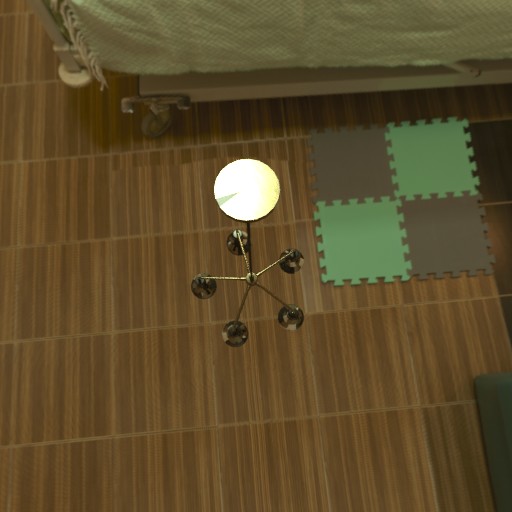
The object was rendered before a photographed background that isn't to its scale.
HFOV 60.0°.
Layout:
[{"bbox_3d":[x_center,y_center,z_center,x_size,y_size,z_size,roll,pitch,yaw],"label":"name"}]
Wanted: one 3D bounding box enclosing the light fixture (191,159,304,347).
[{"bbox_3d":[0.000,0.000,1.218,0.421,0.988,0.438,-34,78,-8],"label":"light fixture"}]
